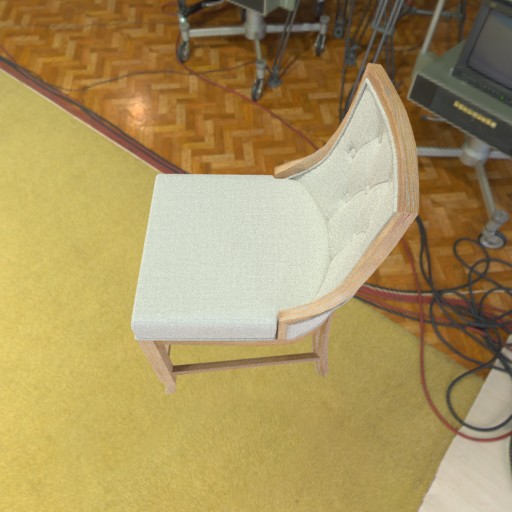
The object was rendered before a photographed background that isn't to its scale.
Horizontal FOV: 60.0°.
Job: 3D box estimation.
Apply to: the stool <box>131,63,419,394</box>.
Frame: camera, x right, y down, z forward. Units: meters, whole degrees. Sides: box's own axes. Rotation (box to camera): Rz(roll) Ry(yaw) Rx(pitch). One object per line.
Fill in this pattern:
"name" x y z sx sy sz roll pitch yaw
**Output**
"stool" 0.000 0.000 1.277 0.626 0.938 0.524 0 57 0
